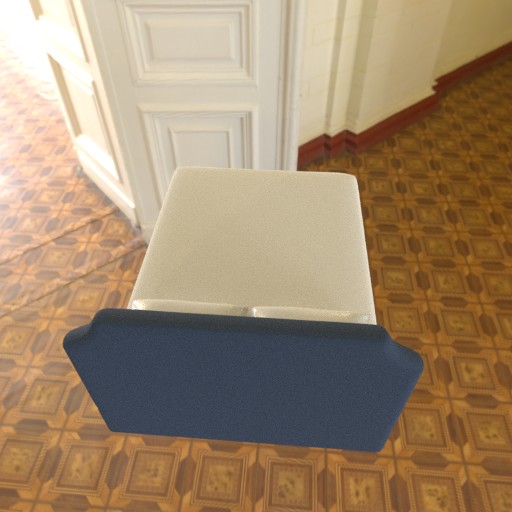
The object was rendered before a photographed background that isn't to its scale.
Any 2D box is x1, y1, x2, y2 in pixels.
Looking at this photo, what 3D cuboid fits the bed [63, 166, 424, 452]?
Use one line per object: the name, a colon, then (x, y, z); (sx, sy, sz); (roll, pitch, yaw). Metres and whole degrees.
bed: (0.000, 0.000, 3.270); (1.831, 1.297, 2.260); (3, 46, 3)
